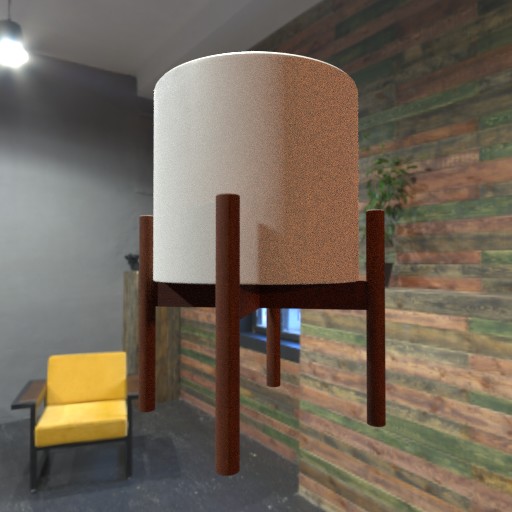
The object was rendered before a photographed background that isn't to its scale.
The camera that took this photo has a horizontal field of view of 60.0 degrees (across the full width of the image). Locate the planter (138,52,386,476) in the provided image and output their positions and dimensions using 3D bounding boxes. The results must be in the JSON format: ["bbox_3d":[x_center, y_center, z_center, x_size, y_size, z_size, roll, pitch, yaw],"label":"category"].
[{"bbox_3d":[0.000,0.000,0.496,0.224,0.358,0.224,1,-1,-34],"label":"planter"}]
